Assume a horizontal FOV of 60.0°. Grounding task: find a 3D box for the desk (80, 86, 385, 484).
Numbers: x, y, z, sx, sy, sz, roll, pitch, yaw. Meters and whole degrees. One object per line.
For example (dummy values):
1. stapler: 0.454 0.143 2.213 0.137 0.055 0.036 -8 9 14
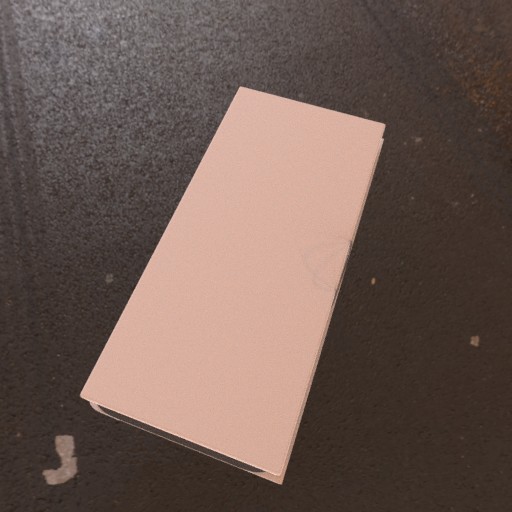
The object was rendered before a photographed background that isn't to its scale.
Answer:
1. desk: 0.000 0.000 2.282 0.900 0.526 1.900 18 65 9
